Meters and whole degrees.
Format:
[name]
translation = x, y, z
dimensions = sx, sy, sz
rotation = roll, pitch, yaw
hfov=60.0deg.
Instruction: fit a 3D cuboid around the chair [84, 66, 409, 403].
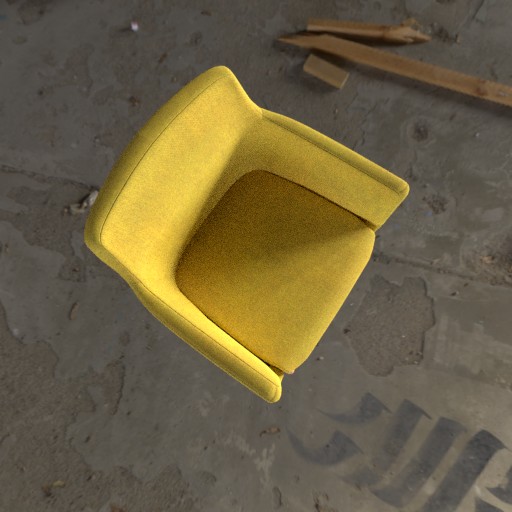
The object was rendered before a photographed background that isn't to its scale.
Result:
[chair]
translation = 0.000, 0.000, 1.204
dimensions = 0.570, 0.780, 0.570
rotation = 33, 79, 7
